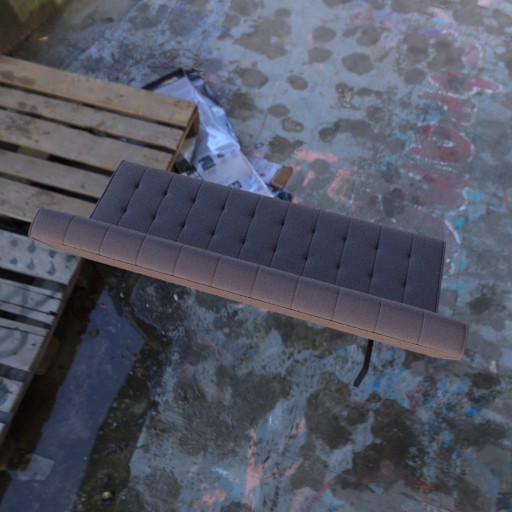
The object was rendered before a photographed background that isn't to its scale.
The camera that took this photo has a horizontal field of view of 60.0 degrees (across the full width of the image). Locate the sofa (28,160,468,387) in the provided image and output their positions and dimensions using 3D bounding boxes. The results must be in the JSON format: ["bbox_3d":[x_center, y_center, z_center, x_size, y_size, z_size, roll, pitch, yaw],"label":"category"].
[{"bbox_3d":[0.000,0.000,2.076,1.703,0.699,0.747,15,64,7],"label":"sofa"}]
